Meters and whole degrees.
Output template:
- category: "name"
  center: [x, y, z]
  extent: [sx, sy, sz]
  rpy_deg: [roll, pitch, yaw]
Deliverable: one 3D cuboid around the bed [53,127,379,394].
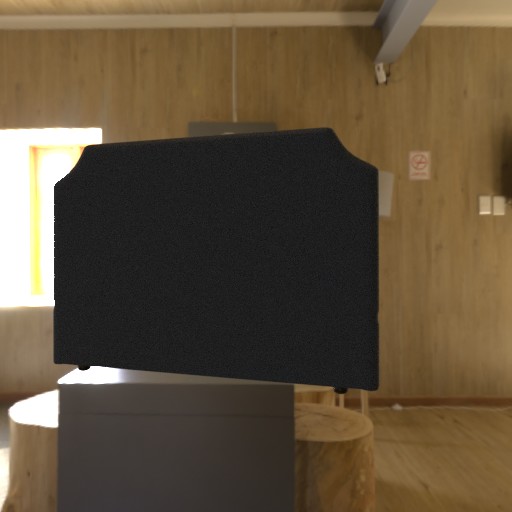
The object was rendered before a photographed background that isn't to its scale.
- category: "bed"
  center: [0.000, 0.000, 3.384]
  extent: [1.831, 1.297, 2.260]
  rpy_deg: [0, 1, 16]
